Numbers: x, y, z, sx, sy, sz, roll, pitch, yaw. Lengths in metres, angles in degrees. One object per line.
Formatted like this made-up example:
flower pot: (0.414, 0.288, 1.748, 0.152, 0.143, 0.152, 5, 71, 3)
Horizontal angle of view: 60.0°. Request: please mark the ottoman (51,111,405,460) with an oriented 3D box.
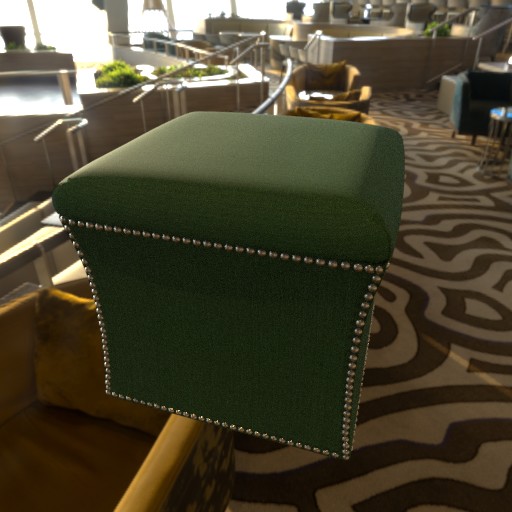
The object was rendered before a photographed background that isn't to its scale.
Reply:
ottoman: (0.000, 0.000, 0.879, 0.507, 0.475, 0.497, 9, 32, 15)
